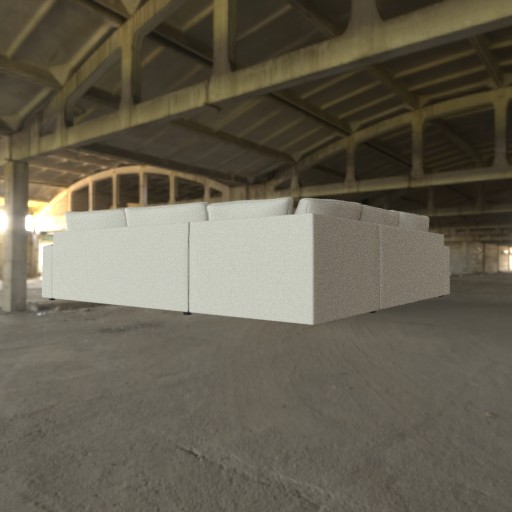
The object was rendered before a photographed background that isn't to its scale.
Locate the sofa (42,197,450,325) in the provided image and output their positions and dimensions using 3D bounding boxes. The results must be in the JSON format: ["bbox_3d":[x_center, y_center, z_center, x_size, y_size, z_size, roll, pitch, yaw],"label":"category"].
[{"bbox_3d":[0.000,0.000,4.797,3.206,0.918,3.066,0,-1,38],"label":"sofa"}]
